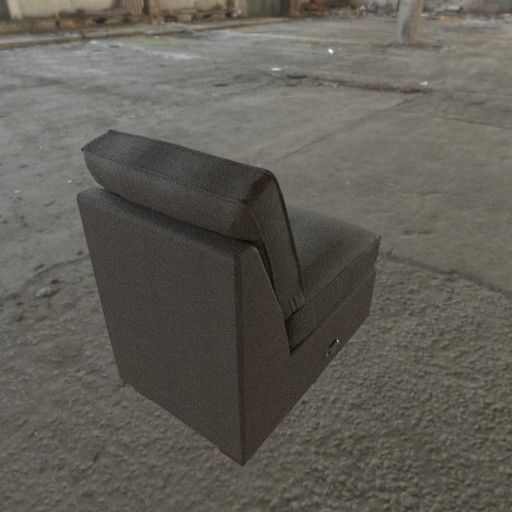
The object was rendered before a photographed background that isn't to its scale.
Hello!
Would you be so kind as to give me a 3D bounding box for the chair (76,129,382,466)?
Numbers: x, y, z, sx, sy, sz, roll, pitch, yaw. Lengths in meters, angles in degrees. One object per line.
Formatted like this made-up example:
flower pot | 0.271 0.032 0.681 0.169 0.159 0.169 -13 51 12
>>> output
chair | 0.000 0.000 1.599 0.621 0.970 0.938 21 37 31
